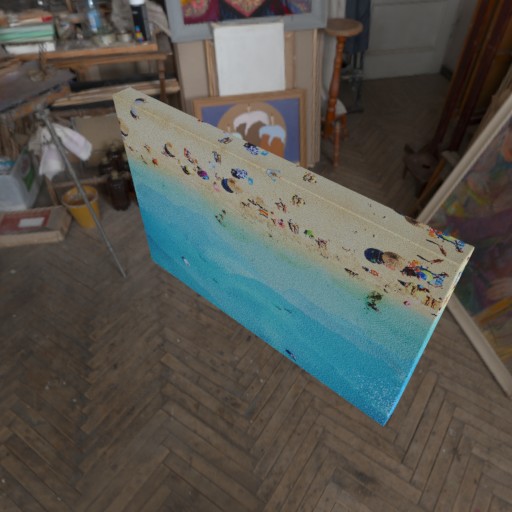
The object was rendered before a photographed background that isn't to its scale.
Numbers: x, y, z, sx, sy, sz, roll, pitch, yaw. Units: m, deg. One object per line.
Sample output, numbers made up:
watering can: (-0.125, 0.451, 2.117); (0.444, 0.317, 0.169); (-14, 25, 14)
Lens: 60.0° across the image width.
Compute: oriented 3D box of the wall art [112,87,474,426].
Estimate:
wall art: (0.000, 0.000, 0.766); (0.609, 0.406, 0.039); (32, 53, 27)
